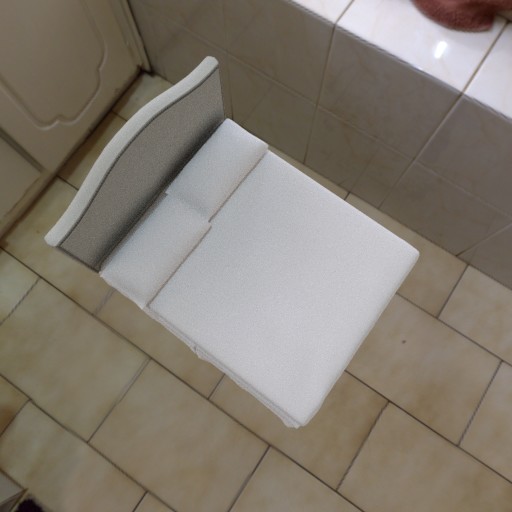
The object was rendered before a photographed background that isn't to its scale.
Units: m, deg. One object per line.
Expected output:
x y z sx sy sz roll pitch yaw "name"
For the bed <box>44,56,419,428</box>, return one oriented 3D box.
0.000 0.000 3.437 2.180 1.607 1.813 36 78 9 "bed"
